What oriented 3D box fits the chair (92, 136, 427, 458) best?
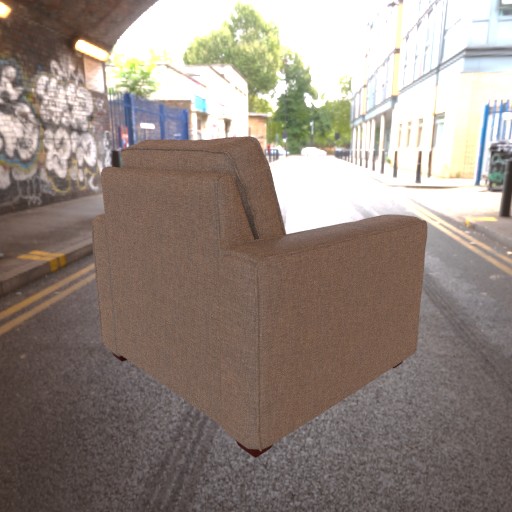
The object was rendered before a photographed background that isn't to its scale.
[{"bbox_3d":[0.000,0.000,1.785,0.940,0.914,1.016,-13,19,-42],"label":"chair"}]
